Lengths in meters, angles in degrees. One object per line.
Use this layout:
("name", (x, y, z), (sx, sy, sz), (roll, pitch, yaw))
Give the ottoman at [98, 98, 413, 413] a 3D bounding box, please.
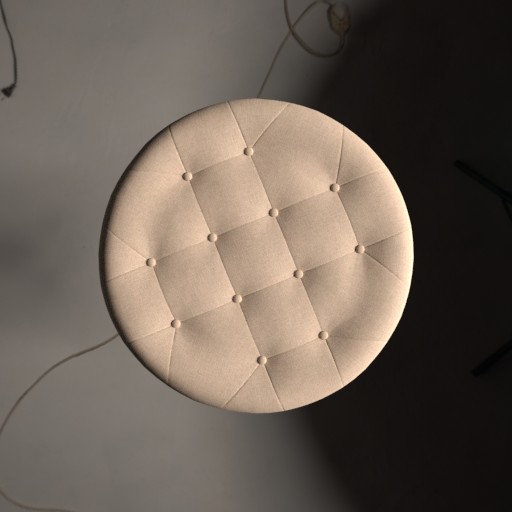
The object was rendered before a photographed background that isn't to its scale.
("ottoman", (0.000, 0.000, 1.368), (0.848, 0.494, 0.848), (0, 90, 0))
